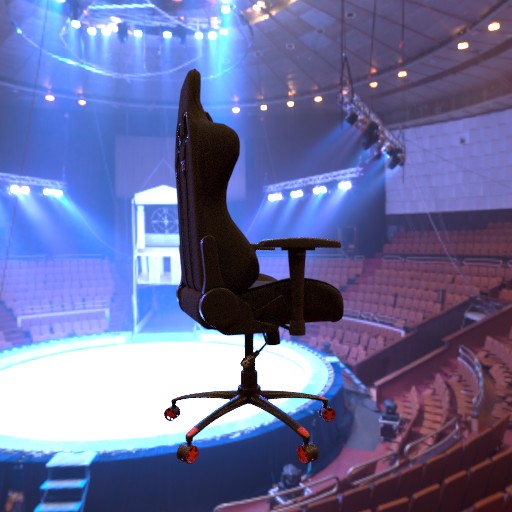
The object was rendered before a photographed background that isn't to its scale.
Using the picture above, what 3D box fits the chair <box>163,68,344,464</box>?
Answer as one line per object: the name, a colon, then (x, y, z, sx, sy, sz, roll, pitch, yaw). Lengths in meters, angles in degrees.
chair: (0.000, 0.000, 1.702, 0.658, 1.326, 0.695, 0, 0, -18)
